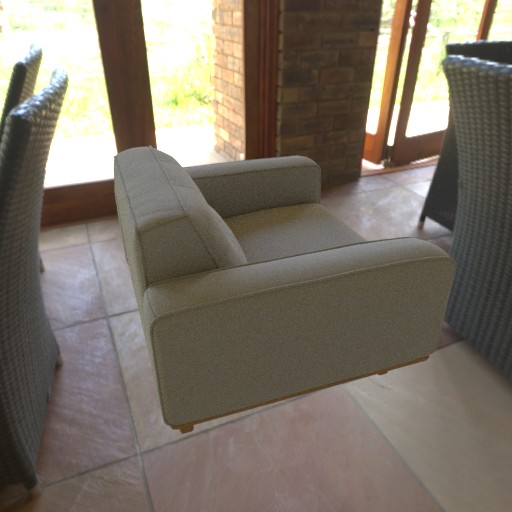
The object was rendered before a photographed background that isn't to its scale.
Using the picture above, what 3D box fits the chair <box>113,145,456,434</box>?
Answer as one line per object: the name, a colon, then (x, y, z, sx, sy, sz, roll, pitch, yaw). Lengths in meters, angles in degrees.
chair: (0.000, 0.000, 1.738, 0.953, 0.779, 1.115, -10, 32, -17)
